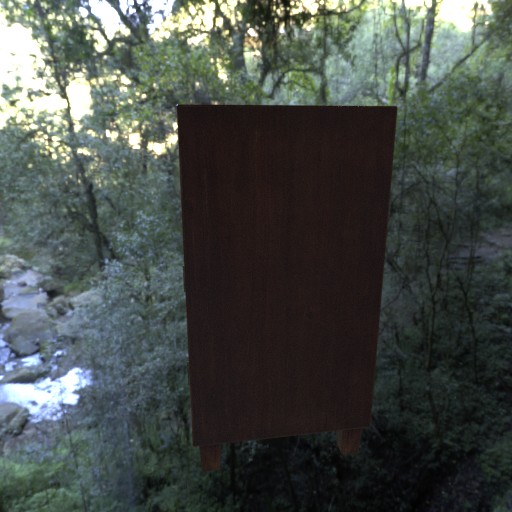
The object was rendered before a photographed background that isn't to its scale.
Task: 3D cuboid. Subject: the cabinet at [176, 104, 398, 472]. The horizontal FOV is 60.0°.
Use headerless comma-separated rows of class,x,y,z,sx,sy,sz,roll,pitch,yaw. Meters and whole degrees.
cabinet,0.000,0.000,1.272,0.412,0.785,0.796,-3,16,-9
